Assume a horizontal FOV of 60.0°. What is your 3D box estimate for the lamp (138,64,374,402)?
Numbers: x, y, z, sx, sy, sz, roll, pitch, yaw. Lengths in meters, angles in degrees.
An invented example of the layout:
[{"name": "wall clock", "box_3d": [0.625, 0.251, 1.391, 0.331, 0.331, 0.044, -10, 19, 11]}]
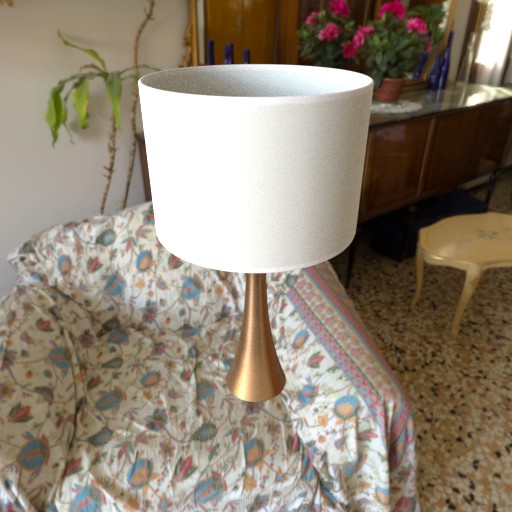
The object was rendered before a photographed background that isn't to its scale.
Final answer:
[{"name": "lamp", "box_3d": [0.000, 0.000, 0.634, 0.268, 0.479, 0.268, 9, 30, 15]}]
